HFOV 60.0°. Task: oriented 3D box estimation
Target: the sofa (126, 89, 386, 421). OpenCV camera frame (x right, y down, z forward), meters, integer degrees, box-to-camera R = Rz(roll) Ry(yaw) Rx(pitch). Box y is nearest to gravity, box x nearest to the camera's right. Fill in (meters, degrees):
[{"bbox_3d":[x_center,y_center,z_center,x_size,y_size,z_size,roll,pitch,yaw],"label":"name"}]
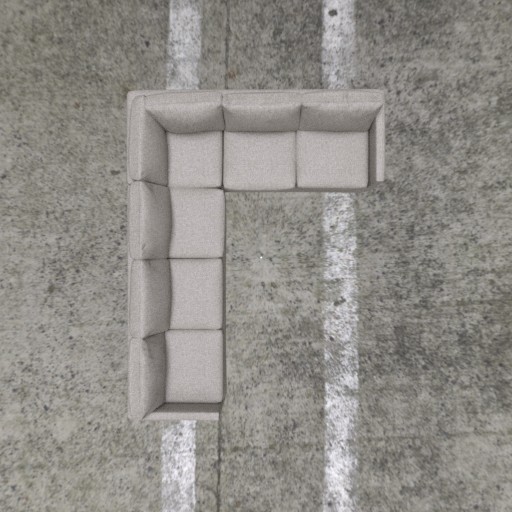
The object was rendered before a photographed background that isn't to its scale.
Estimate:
[{"bbox_3d":[0.000,0.000,4.604,2.593,0.947,3.302,0,90,1],"label":"sofa"}]
